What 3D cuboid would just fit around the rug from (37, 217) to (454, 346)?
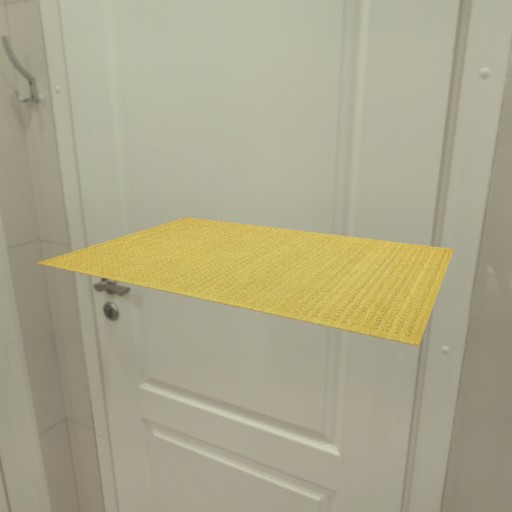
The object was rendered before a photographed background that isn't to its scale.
[{"bbox_3d":[0.000,0.000,3.712,2.895,0.006,1.981,9,19,27],"label":"rug"}]
